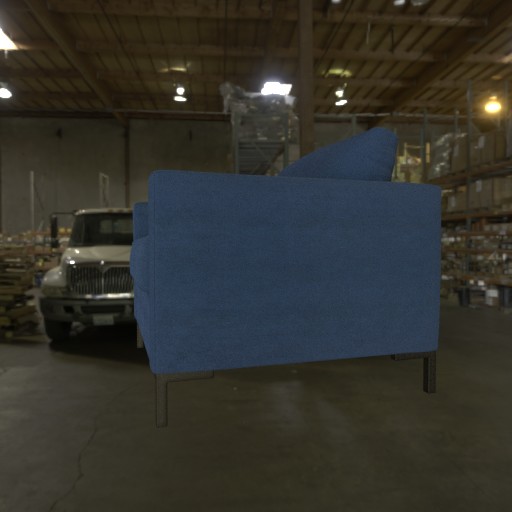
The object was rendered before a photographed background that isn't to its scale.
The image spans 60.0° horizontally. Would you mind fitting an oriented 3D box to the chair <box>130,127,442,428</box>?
[{"bbox_3d":[0.000,0.000,1.624,0.875,0.812,0.964,-1,2,-18],"label":"chair"}]
